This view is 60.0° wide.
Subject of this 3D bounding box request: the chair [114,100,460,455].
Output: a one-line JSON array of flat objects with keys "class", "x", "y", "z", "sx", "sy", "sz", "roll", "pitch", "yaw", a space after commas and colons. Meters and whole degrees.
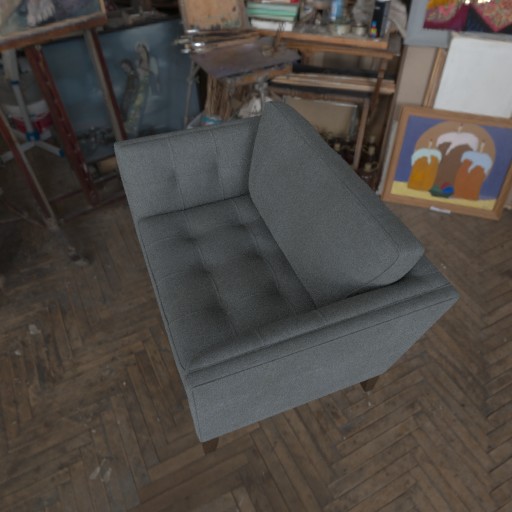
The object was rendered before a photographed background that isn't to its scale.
[{"class": "chair", "x": 0.000, "y": 0.000, "z": 2.051, "sx": 0.965, "sy": 0.942, "sz": 1.396, "roll": -16, "pitch": 48, "yaw": -15}]
